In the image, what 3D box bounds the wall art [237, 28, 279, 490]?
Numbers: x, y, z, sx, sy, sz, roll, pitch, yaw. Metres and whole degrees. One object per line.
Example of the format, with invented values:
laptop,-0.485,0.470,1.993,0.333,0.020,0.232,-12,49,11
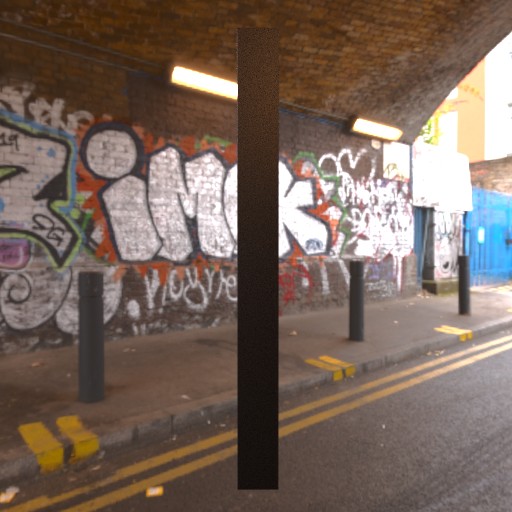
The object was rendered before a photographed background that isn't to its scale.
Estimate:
wall art,0.000,0.000,0.469,0.029,0.318,0.327,0,1,0
